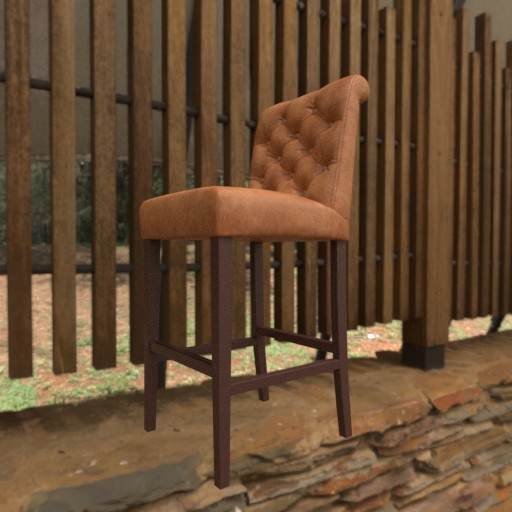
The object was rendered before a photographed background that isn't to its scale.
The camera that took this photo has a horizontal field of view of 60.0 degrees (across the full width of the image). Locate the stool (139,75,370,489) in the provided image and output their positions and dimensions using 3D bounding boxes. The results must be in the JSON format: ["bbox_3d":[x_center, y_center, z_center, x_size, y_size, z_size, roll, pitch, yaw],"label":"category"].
[{"bbox_3d":[0.000,0.000,1.427,0.601,1.140,0.493,-1,1,-38],"label":"stool"}]
